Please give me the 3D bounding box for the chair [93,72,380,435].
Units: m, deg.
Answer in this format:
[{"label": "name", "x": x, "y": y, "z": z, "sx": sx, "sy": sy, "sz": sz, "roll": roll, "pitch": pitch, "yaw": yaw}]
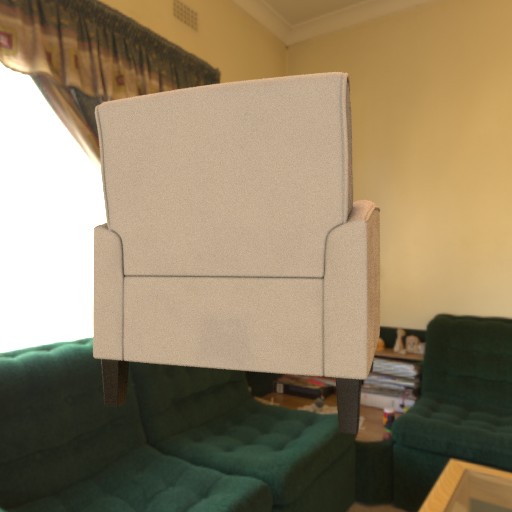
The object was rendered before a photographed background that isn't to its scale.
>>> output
[{"label": "chair", "x": 0.000, "y": 0.000, "z": 1.553, "sx": 0.820, "sy": 0.915, "sz": 0.821, "roll": 0, "pitch": -1, "yaw": 18}]
